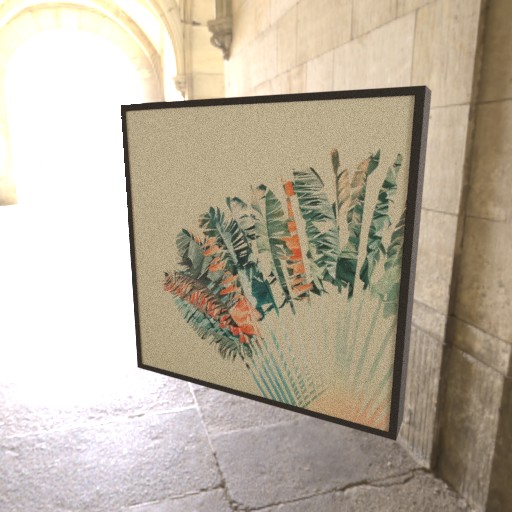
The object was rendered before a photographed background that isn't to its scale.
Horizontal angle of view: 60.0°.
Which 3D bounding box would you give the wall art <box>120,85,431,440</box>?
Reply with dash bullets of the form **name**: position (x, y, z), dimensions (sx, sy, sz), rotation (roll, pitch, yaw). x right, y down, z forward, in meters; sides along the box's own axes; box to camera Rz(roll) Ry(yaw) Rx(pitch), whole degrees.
- **wall art**: position (0.000, 0.000, 0.446), dimensions (0.302, 0.300, 0.036), rotation (7, 15, 26)
